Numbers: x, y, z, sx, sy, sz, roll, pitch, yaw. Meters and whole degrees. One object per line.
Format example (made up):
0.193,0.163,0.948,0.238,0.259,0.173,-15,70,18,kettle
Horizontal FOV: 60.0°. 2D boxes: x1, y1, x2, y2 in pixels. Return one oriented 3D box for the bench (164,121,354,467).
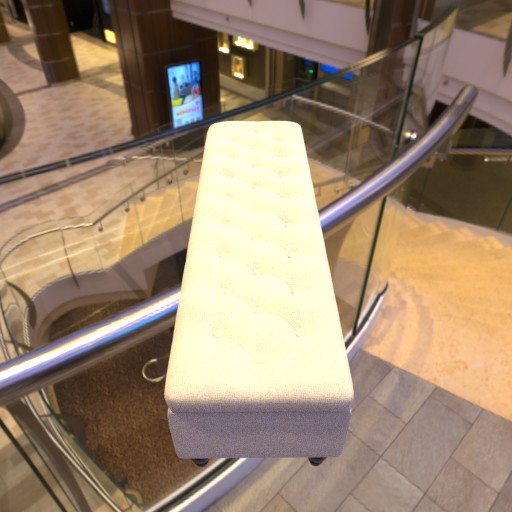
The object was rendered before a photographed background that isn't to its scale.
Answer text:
0.000,0.000,1.701,0.455,0.467,1.480,0,41,0,bench
